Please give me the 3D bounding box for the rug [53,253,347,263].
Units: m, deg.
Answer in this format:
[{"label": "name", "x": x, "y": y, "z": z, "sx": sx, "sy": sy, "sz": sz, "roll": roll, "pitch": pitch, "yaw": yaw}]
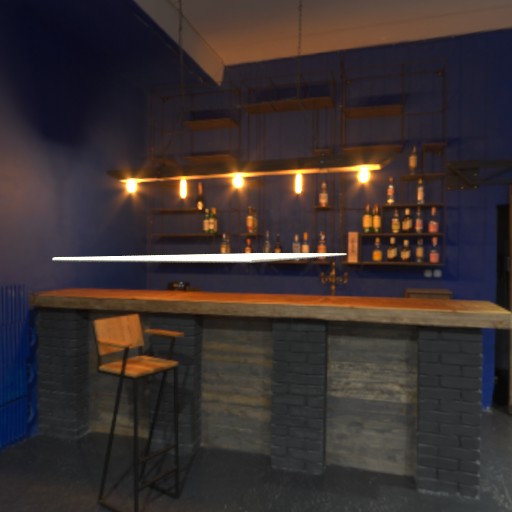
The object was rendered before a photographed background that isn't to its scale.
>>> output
[{"label": "rug", "x": 0.000, "y": 0.000, "z": 2.673, "sx": 0.793, "sy": 0.014, "sz": 2.450, "roll": 0, "pitch": 1, "yaw": 18}]
